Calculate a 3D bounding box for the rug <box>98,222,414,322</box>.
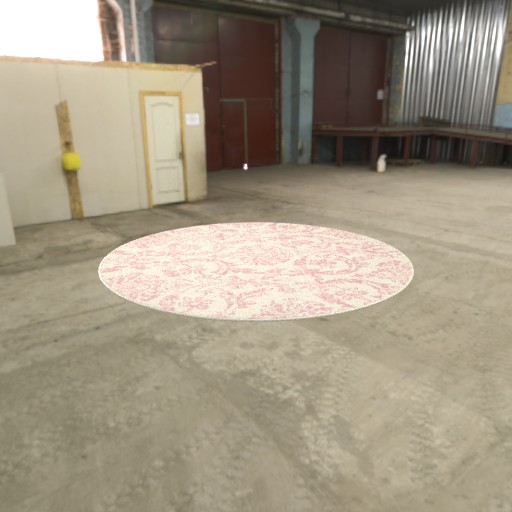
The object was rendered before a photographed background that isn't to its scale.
[{"bbox_3d":[0.000,0.000,2.362,1.593,0.012,1.593,0,17,0],"label":"rug"}]
